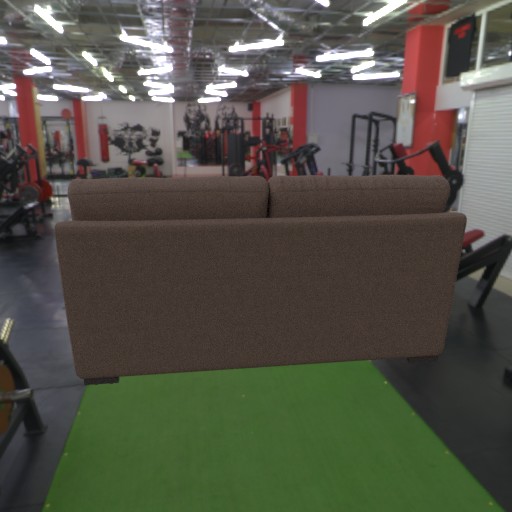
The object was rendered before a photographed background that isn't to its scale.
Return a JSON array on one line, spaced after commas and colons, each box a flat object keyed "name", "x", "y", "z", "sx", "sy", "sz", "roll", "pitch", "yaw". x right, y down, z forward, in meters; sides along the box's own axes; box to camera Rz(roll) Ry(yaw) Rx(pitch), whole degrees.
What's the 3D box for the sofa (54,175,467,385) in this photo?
[{"name": "sofa", "x": 0.000, "y": 0.000, "z": 2.502, "sx": 1.869, "sy": 0.950, "sz": 1.140, "roll": -2, "pitch": 15, "yaw": -7}]
